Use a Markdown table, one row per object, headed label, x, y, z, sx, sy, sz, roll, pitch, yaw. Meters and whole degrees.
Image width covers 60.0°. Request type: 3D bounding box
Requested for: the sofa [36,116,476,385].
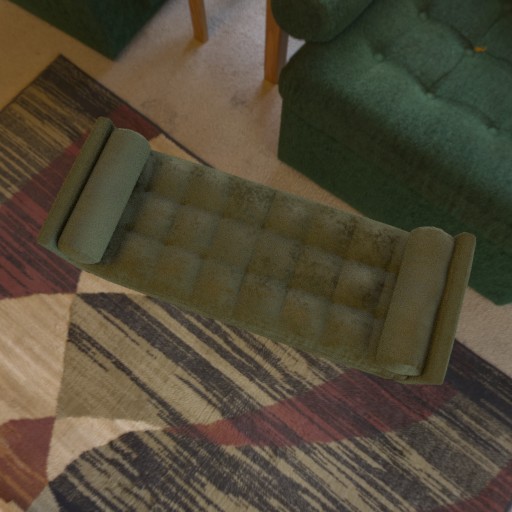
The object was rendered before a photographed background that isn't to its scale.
| label | x | y | z | sx | sy | sz | roll | pitch | yaw |
| --- | --- | --- | --- | --- | --- | --- | --- | --- | --- |
| sofa | 0.000 | 0.000 | 2.532 | 2.130 | 0.681 | 0.817 | 19 | 75 | 5 |
